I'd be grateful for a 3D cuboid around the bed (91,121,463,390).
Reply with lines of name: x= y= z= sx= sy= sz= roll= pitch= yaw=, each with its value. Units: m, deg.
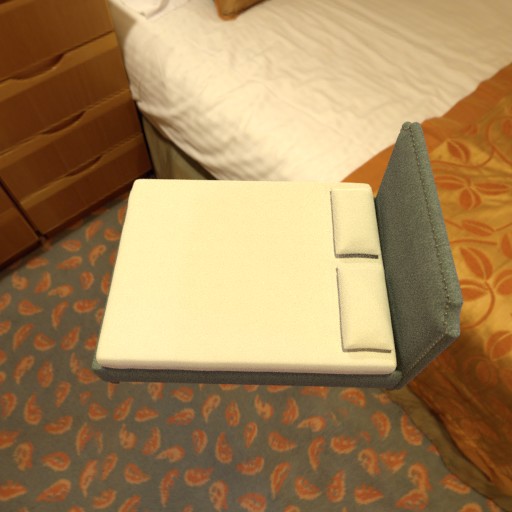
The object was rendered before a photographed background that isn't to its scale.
bed: x=0.000 y=0.000 z=3.414 sx=2.372 sy=1.443 sz=1.712 roll=1 pitch=59 yaw=1
